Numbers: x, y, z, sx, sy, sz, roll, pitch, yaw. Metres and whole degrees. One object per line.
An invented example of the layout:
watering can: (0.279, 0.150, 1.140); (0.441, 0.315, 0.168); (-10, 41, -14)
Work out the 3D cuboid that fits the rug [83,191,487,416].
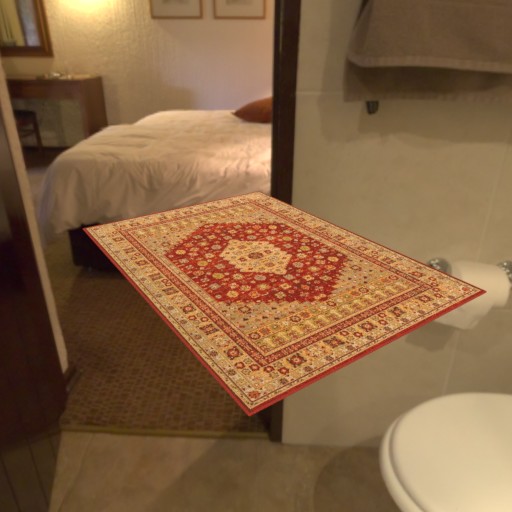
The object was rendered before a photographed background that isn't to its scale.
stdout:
rug: (0.000, 0.000, 2.876); (1.593, 0.013, 2.211); (-17, 31, -31)
